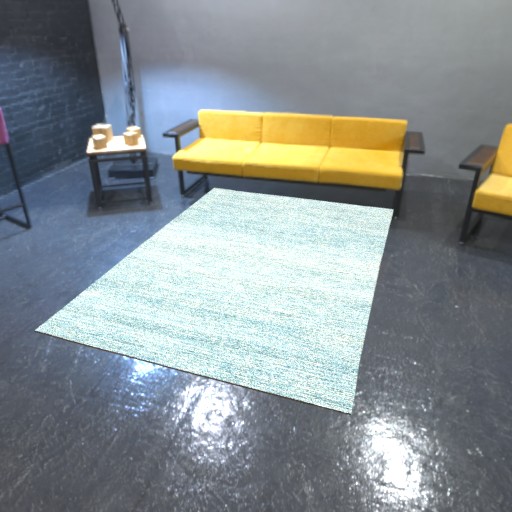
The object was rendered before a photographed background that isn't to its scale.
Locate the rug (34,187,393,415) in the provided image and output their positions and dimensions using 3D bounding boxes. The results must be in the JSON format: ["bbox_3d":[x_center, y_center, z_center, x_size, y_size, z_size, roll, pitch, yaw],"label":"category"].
[{"bbox_3d":[0.000,0.000,2.949,1.611,0.026,2.260,10,30,17],"label":"rug"}]
